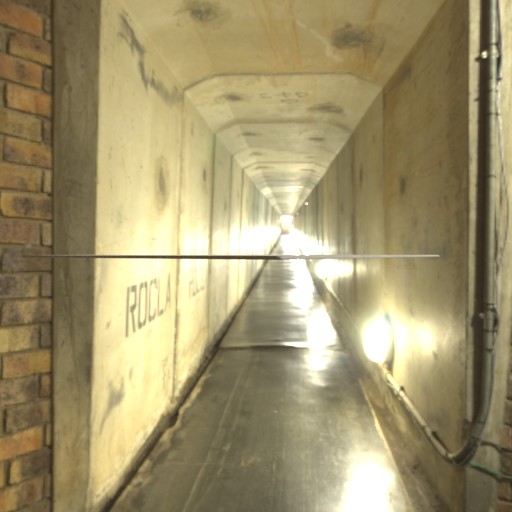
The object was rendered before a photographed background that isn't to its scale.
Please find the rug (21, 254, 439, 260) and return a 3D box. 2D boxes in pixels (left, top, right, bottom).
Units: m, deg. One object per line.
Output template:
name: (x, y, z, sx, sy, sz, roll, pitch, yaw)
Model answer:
rug: (0.000, 0.000, 3.947, 2.430, 0.018, 2.976, 0, 0, 36)
